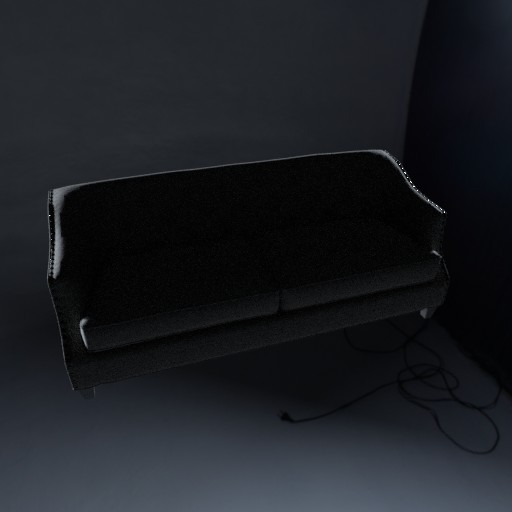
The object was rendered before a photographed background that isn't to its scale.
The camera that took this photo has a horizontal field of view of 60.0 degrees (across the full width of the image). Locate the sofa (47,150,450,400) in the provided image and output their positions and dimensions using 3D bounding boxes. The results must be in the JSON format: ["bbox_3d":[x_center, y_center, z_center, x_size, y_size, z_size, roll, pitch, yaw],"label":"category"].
[{"bbox_3d":[0.000,0.000,2.709,2.235,0.901,0.914,-10,34,-15],"label":"sofa"}]
